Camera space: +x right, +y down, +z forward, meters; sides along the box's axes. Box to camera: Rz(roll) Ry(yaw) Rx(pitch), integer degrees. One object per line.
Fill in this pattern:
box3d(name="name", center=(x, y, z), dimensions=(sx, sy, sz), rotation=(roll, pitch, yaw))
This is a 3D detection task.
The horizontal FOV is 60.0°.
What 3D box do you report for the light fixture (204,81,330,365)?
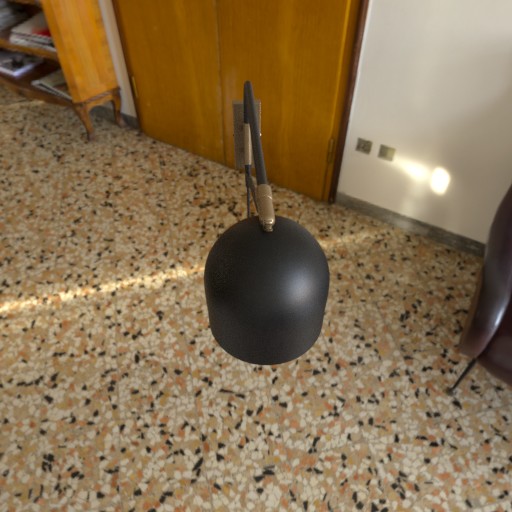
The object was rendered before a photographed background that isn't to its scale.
box3d(name="light fixture", center=(0.000, 0.000, 1.085), dimensions=(0.215, 0.696, 0.720), rotation=(-3, 47, -3))
